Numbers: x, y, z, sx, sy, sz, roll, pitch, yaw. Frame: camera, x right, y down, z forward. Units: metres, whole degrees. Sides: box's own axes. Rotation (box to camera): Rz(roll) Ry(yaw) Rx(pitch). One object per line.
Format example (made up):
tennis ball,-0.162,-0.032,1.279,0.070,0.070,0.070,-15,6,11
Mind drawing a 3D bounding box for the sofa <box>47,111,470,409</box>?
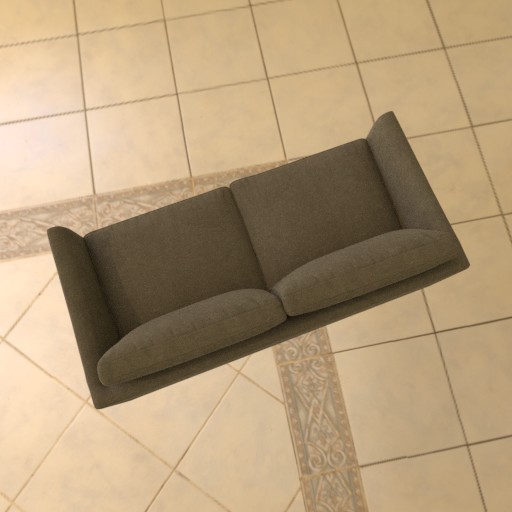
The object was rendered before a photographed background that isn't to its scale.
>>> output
sofa,0.000,0.000,2.777,2.257,0.838,1.092,-20,77,-5
